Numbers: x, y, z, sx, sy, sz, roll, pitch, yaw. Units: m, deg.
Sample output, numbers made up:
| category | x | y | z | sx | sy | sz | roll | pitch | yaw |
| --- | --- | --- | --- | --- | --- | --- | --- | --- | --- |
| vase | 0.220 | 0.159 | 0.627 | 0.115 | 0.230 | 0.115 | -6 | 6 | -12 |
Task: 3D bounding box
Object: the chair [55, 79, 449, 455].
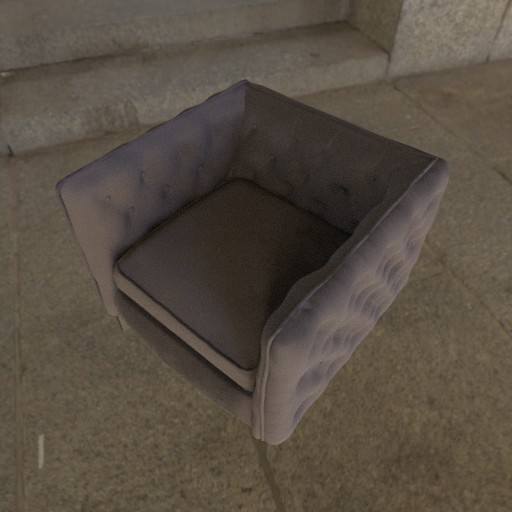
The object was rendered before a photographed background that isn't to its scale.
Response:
| category | x | y | z | sx | sy | sz | roll | pitch | yaw |
| --- | --- | --- | --- | --- | --- | --- | --- | --- | --- |
| chair | 0.000 | 0.000 | 1.643 | 0.946 | 0.807 | 0.913 | 32 | 55 | 26 |
